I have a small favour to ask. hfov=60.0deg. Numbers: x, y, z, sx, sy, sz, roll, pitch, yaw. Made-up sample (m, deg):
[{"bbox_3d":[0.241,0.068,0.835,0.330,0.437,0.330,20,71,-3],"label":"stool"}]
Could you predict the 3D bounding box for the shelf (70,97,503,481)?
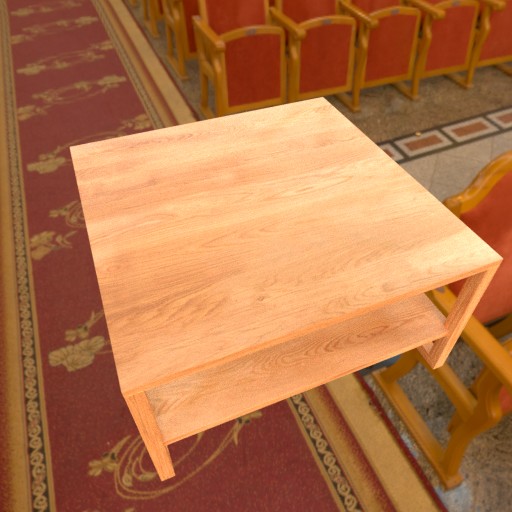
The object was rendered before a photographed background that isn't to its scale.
[{"bbox_3d":[0.000,0.000,1.392,0.899,0.480,0.899,-16,48,-15],"label":"shelf"}]
